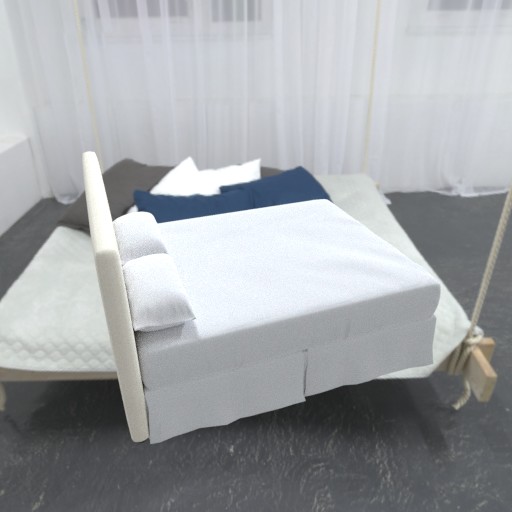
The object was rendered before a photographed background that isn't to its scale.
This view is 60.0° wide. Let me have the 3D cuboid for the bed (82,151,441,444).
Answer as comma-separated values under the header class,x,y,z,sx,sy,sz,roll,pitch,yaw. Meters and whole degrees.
class,x,y,z,sx,sy,sz,roll,pitch,yaw
bed,0.000,0.000,3.220,2.142,1.330,1.713,-11,31,-18
